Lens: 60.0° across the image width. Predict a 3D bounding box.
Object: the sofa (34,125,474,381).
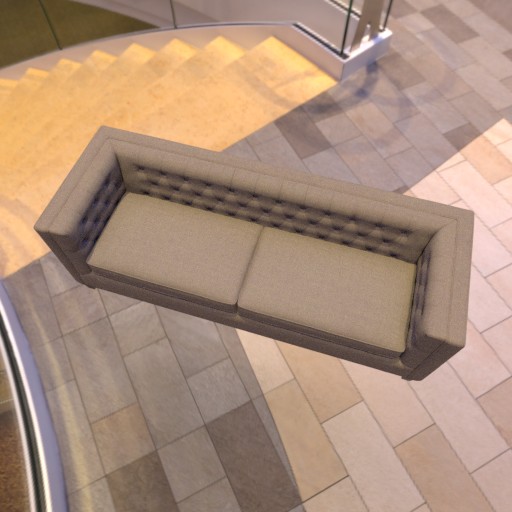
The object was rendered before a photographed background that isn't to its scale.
[{"bbox_3d":[0.000,0.000,2.611,2.159,0.762,0.775,15,61,8],"label":"sofa"}]
